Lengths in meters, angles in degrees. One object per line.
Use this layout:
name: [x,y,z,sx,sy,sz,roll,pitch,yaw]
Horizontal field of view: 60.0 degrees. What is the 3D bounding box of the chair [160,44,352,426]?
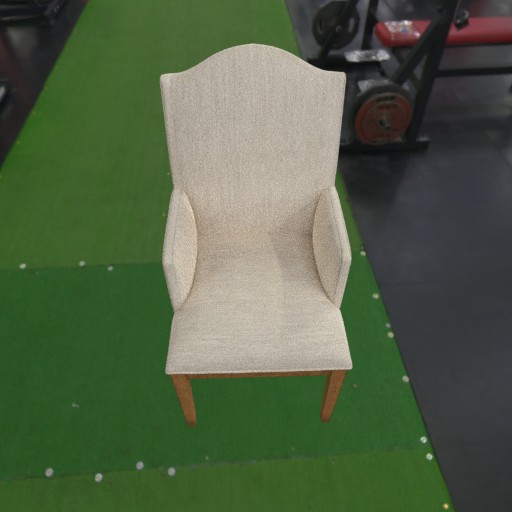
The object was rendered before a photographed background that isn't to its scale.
chair: [0.000,0.000,1.351,0.533,1.016,0.641,-1,48,-1]
